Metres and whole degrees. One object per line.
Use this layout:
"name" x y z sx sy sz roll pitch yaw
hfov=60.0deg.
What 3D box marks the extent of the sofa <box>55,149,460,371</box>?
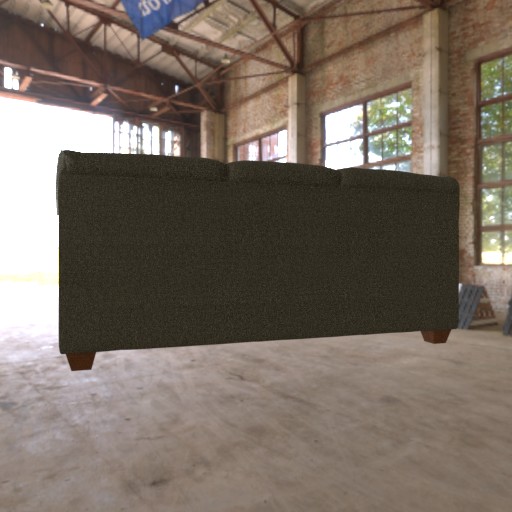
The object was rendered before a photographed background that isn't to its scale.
"sofa" 0.000 0.000 2.555 2.024 0.958 0.997 0 1 -18
